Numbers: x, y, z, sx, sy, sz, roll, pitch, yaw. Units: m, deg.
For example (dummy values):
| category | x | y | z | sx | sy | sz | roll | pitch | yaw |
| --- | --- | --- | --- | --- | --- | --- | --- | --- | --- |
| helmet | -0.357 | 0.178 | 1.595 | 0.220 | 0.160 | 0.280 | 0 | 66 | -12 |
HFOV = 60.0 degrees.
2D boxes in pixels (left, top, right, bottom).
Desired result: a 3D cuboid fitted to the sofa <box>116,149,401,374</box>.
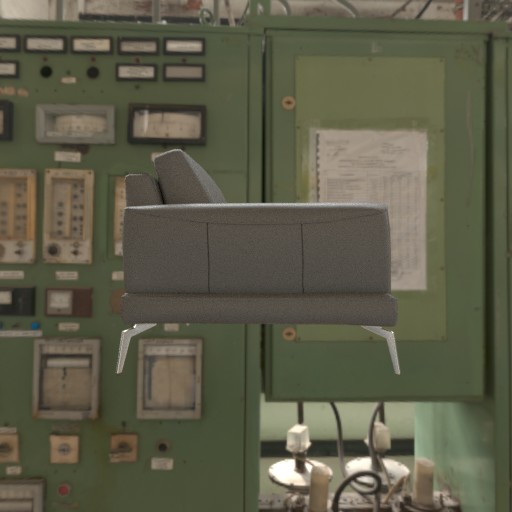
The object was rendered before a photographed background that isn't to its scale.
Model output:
| category | x | y | z | sx | sy | sz | roll | pitch | yaw |
| --- | --- | --- | --- | --- | --- | --- | --- | --- | --- |
| sofa | 0.000 | 0.000 | 2.761 | 1.121 | 0.930 | 2.177 | 0 | 0 | 0 |
